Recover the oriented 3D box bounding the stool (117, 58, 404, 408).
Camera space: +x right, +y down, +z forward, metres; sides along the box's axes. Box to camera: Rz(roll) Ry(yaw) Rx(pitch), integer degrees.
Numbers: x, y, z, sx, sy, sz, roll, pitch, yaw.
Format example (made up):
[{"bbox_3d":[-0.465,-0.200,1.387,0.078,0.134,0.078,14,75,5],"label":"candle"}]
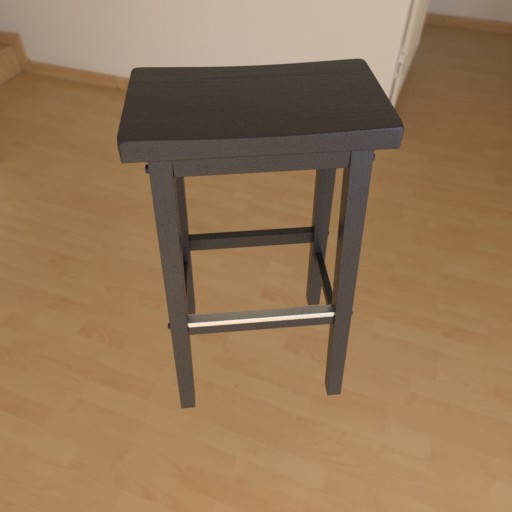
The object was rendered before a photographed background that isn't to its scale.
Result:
[{"bbox_3d":[0.000,0.000,0.964,0.406,0.742,0.322,-4,47,-4],"label":"stool"}]
